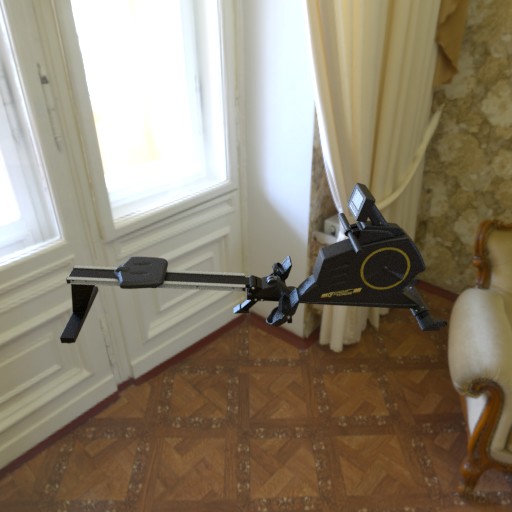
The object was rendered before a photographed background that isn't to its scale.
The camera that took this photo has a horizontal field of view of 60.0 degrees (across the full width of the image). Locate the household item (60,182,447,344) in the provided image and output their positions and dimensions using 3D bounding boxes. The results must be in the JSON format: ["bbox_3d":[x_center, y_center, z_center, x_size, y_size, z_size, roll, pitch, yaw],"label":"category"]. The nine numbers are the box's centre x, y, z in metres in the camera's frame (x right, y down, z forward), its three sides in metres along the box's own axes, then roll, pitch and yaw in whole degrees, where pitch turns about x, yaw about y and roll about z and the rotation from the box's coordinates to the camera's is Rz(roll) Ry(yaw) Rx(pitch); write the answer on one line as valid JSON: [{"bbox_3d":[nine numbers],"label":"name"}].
[{"bbox_3d":[0.000,0.000,2.602,2.251,0.810,0.521,-1,30,-2],"label":"household item"}]
